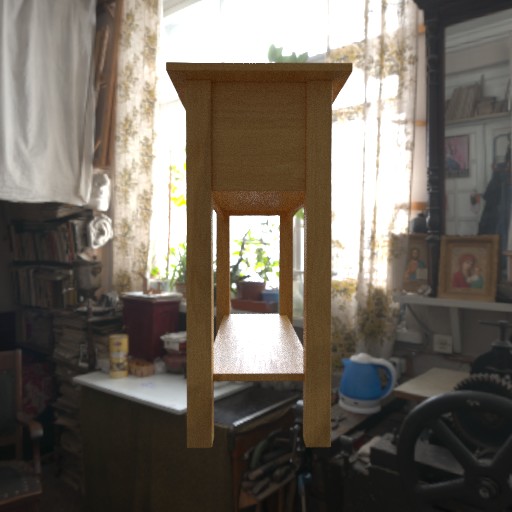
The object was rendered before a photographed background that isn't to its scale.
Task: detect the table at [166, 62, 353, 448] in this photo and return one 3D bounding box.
[{"bbox_3d":[0.000,0.000,1.263,0.340,0.728,0.900,0,2,-1],"label":"table"}]
